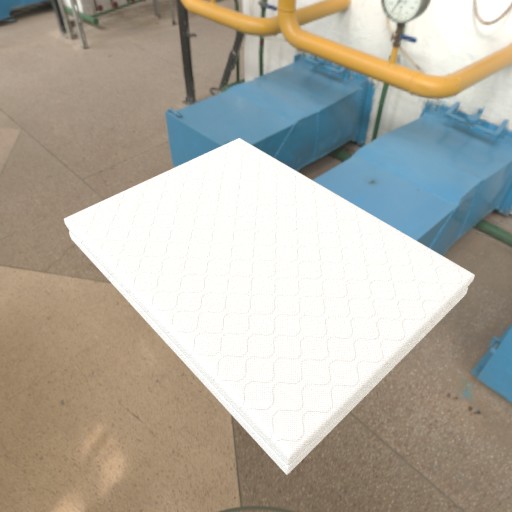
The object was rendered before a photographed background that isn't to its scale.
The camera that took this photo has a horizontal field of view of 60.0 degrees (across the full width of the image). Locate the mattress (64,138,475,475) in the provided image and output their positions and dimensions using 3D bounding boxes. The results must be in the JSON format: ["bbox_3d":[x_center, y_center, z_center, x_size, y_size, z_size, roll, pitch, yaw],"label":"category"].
[{"bbox_3d":[0.000,0.000,2.551,1.400,0.200,1.900,-33,53,-29],"label":"mattress"}]
